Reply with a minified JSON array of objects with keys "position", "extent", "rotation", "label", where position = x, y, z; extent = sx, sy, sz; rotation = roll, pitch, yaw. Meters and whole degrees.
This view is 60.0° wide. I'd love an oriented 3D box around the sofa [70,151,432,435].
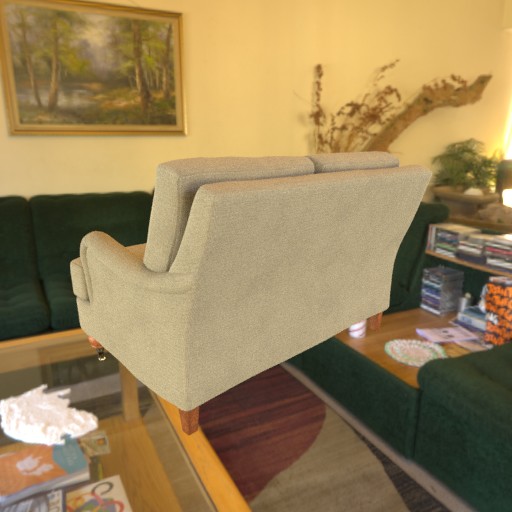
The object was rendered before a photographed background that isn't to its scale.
[{"position":[0.000,0.000,2.190],"extent":[1.480,0.999,1.087],"rotation":[-14,21,-43],"label":"sofa"}]
